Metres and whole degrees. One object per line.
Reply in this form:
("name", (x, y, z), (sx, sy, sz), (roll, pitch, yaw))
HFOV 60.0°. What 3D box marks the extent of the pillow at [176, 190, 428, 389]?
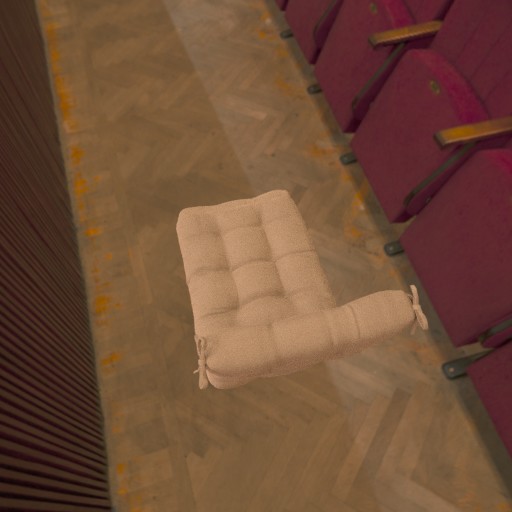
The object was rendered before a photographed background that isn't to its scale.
("pillow", (0.000, 0.000, 1.504), (0.526, 0.863, 1.016), (-12, 59, -7))
